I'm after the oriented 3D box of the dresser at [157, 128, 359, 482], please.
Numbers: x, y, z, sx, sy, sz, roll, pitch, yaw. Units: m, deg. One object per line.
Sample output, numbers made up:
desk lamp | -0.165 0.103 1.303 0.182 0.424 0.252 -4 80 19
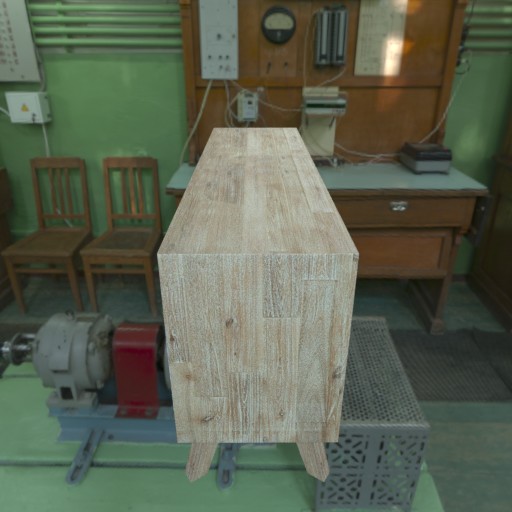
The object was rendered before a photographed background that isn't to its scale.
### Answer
dresser | 0.000 0.000 1.887 0.455 0.788 1.602 0 26 0
